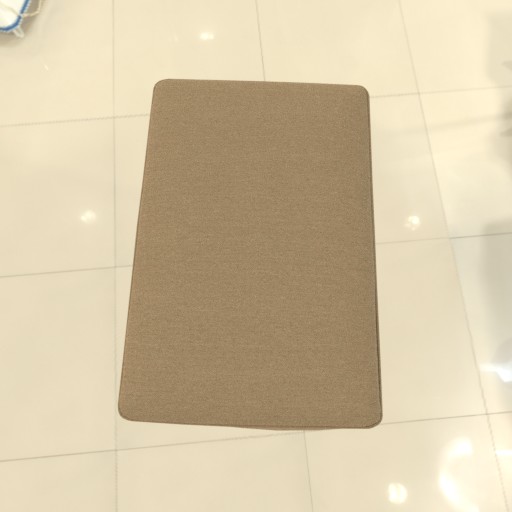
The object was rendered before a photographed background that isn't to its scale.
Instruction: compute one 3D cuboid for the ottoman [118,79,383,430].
[{"bbox_3d":[0.000,0.000,1.331,0.636,0.521,0.945,2,75,0],"label":"ottoman"}]
